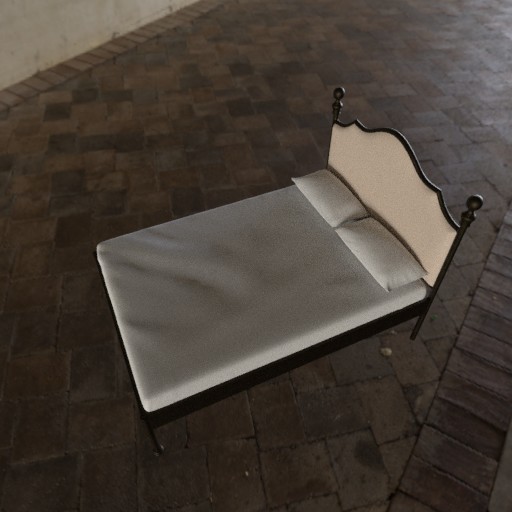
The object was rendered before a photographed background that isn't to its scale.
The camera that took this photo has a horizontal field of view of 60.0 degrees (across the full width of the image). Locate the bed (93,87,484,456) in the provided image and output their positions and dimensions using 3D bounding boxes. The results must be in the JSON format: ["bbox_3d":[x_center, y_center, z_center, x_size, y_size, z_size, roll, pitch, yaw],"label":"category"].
[{"bbox_3d":[0.000,0.000,3.173,2.170,1.462,1.533,-19,49,-17],"label":"bed"}]
